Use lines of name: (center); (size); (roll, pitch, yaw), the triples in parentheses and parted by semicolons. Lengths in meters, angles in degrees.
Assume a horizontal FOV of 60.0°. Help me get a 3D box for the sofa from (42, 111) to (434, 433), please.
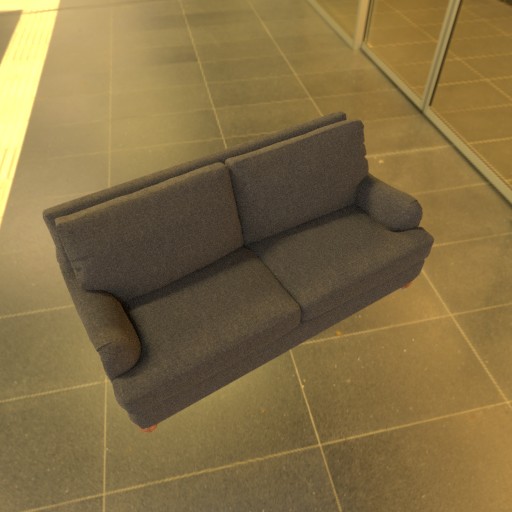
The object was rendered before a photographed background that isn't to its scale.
sofa: (0.000, 0.000, 2.792); (2.160, 1.054, 1.087); (-24, 51, -22)
